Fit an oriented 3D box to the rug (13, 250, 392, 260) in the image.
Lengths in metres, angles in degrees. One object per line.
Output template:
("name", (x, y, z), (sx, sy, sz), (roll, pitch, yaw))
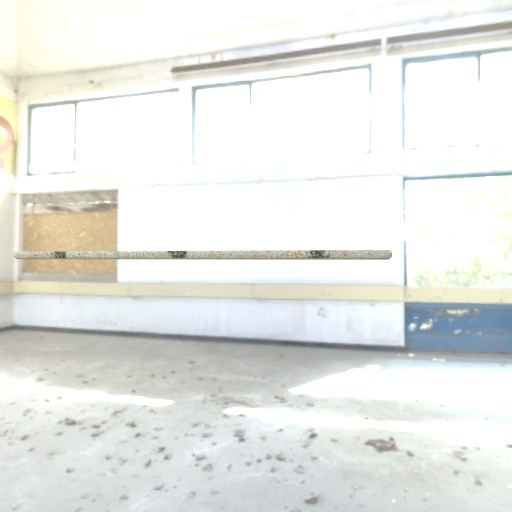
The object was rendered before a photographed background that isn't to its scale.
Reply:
("rug", (0.000, 0.000, 2.042), (1.200, 0.025, 1.600), (0, 0, 17))
